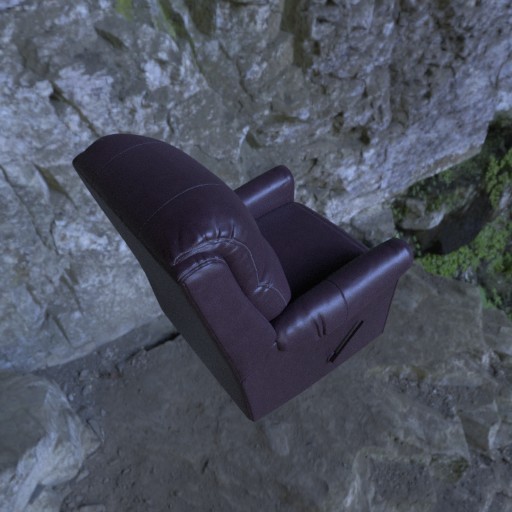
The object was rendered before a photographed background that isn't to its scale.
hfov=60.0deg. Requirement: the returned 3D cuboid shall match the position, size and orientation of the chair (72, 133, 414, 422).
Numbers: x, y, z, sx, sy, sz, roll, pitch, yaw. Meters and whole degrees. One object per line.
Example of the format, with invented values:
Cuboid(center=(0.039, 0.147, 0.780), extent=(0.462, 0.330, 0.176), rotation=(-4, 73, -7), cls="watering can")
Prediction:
Cuboid(center=(0.000, 0.000, 1.779), extent=(1.014, 1.054, 0.838), rotation=(-27, 48, -27), cls="chair")
